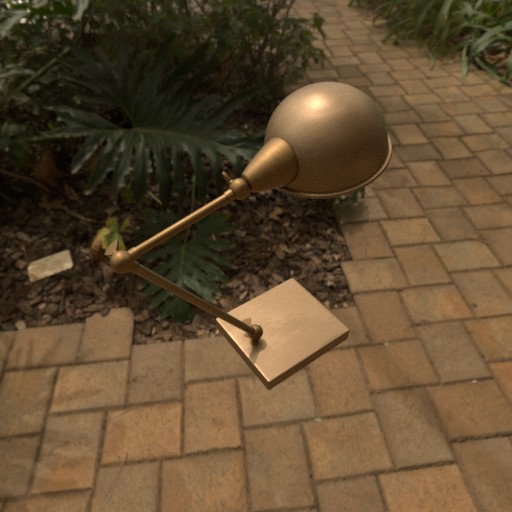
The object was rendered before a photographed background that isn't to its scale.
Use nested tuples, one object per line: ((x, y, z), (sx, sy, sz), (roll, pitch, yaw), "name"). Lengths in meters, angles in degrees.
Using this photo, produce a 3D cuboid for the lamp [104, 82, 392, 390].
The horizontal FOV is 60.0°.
((0.000, 0.000, 0.543), (0.339, 0.371, 0.149), (-26, 48, -26), "lamp")
